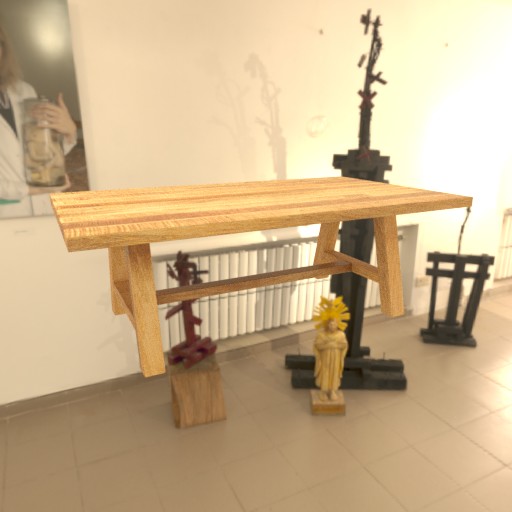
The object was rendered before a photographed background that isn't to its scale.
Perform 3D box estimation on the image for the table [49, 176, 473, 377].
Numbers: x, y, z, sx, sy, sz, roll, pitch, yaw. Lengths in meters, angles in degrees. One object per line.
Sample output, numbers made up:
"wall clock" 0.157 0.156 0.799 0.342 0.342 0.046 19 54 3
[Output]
"table" 0.000 0.000 1.653 1.320 0.455 0.760 -8 18 -26
